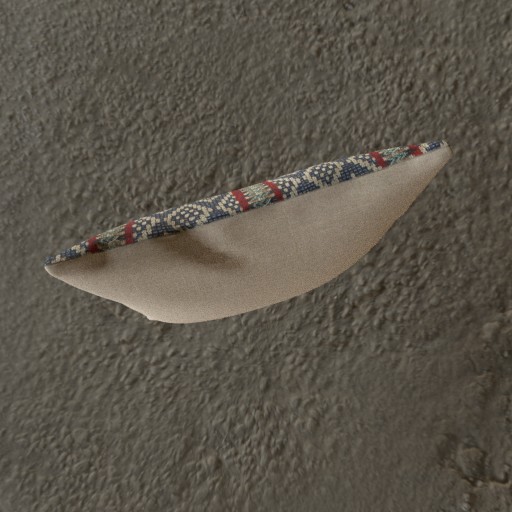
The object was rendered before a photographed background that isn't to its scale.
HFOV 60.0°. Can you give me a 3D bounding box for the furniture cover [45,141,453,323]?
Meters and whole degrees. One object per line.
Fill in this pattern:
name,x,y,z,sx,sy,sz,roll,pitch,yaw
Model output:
furniture cover,0.000,0.000,0.650,0.431,0.431,0.139,-17,77,-4
